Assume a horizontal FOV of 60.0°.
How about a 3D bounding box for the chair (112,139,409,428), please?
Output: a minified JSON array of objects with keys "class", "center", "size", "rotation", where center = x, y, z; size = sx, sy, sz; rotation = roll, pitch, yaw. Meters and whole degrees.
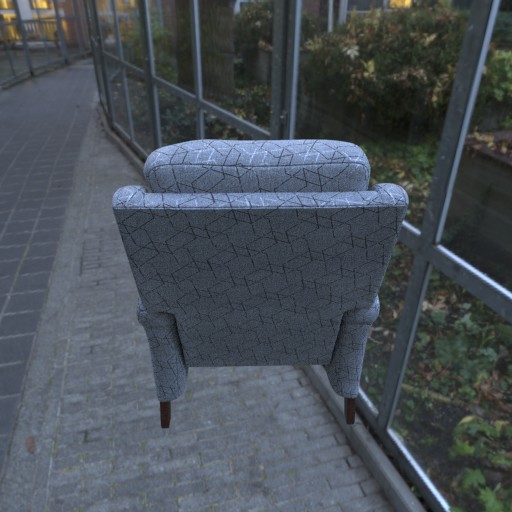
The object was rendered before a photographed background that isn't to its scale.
[{"class":"chair","center":[0.000,0.000,1.632],"size":[0.753,1.048,0.987],"rotation":[-1,30,-1]}]
